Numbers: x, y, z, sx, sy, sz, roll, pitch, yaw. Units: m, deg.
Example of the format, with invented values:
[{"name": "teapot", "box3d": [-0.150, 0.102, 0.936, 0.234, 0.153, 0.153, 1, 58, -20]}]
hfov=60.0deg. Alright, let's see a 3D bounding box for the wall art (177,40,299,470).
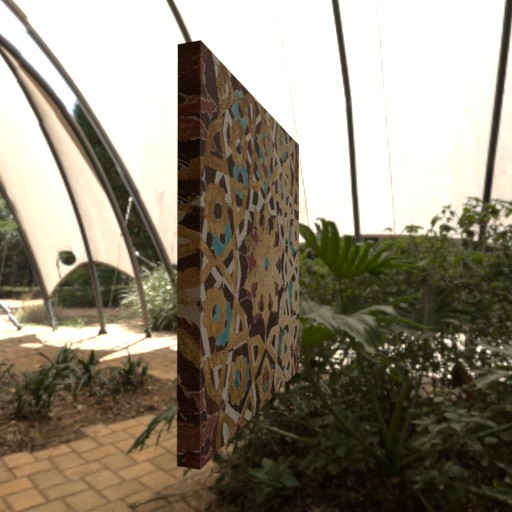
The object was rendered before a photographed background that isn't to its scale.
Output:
[{"name": "wall art", "box3d": [0.000, 0.000, 0.926, 0.041, 0.613, 0.609, 0, -1, 19]}]
